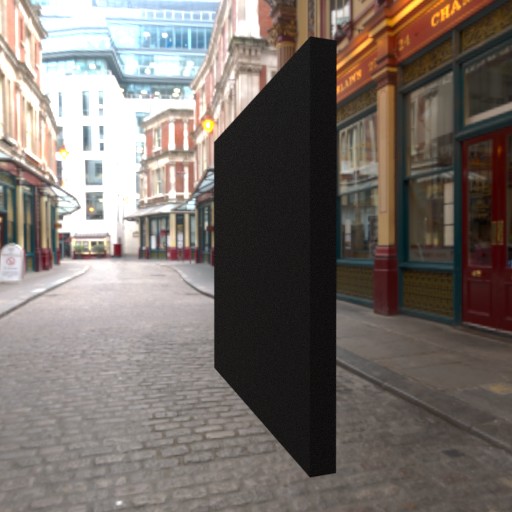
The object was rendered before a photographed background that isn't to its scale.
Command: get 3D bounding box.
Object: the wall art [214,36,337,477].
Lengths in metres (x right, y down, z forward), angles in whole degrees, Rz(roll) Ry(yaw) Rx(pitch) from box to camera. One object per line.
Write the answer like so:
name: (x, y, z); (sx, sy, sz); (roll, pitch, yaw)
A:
wall art: (0.000, 0.000, 0.684); (0.030, 0.458, 0.462); (0, 0, -18)
